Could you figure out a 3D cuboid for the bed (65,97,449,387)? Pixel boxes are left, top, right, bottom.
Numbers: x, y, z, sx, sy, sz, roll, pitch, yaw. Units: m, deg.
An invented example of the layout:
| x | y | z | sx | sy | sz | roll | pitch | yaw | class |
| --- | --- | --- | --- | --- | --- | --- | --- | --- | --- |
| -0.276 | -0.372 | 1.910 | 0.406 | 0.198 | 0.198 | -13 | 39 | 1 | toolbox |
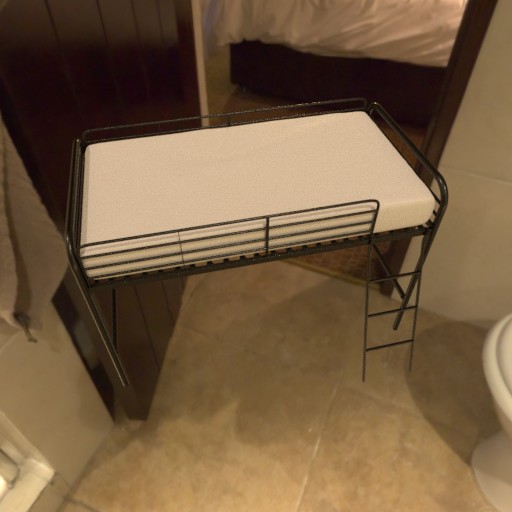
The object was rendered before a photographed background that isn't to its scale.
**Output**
| x | y | z | sx | sy | sz | roll | pitch | yaw | class |
| --- | --- | --- | --- | --- | --- | --- | --- | --- | --- |
| 0.000 | 0.000 | 2.859 | 1.968 | 1.289 | 1.393 | -10 | 47 | -9 | bed |
